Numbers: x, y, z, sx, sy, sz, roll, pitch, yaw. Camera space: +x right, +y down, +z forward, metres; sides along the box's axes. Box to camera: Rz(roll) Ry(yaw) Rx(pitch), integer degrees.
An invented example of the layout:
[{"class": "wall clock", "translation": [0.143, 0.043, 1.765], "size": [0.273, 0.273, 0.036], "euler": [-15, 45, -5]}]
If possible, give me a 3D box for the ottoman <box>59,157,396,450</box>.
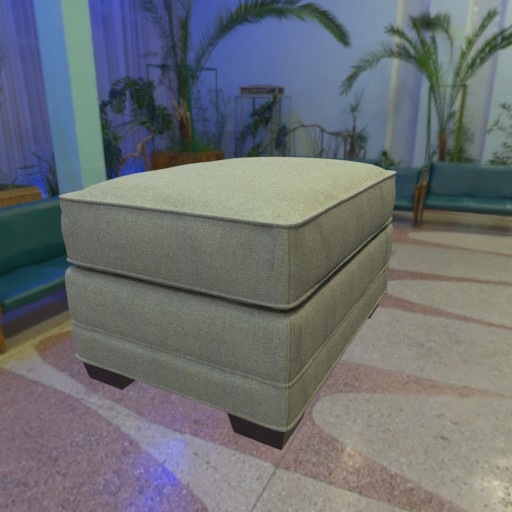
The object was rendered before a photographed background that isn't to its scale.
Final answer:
[{"class": "ottoman", "translation": [0.000, 0.000, 1.251], "size": [0.611, 0.508, 0.848], "euler": [9, 20, 27]}]
